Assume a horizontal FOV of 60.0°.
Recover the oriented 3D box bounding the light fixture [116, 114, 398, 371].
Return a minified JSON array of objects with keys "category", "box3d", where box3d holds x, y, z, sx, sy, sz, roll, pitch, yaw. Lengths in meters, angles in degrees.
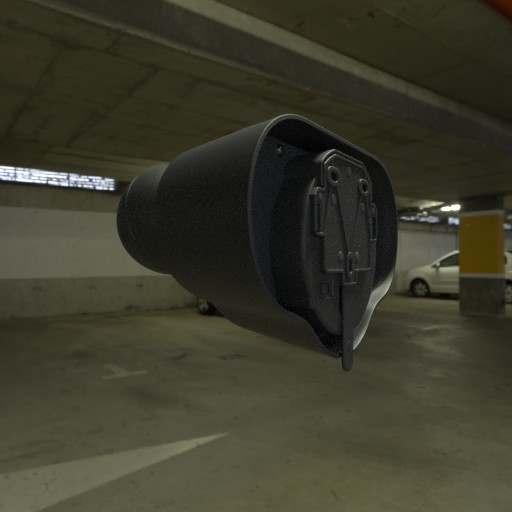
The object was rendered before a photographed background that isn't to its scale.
[{"category":"light fixture","box3d":[0.000,0.000,0.349,0.159,0.159,0.229,-1,-1,35]}]
